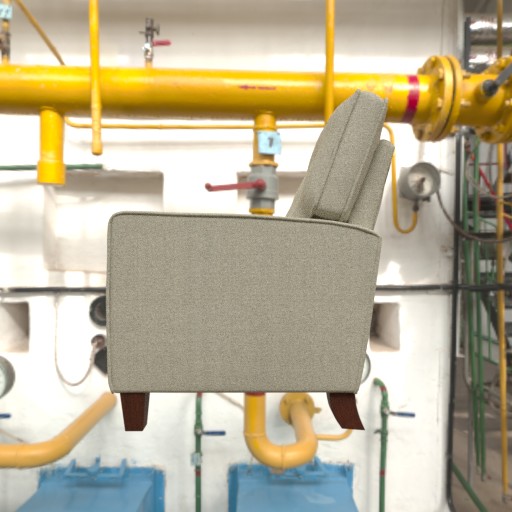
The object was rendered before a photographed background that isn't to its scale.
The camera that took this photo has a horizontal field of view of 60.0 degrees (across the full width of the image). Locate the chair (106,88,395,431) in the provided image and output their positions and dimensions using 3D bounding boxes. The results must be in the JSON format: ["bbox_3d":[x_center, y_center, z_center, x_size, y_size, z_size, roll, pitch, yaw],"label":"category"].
[{"bbox_3d":[0.000,0.000,1.418,0.754,0.888,0.648,0,0,0],"label":"chair"}]
